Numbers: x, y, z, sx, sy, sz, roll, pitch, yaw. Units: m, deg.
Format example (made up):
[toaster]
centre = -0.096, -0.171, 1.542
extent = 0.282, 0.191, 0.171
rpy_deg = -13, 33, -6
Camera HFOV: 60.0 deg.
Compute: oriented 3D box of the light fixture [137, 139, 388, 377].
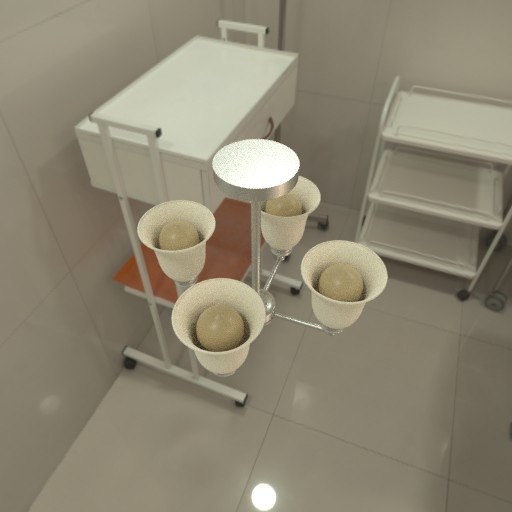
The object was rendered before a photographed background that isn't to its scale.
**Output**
[light fixture]
centre = 0.000, 0.000, 0.744
extent = 0.427, 0.370, 0.427
rpy_deg = 15, 48, 15
